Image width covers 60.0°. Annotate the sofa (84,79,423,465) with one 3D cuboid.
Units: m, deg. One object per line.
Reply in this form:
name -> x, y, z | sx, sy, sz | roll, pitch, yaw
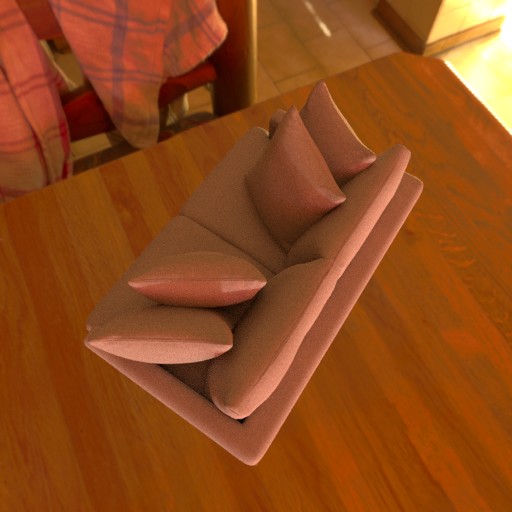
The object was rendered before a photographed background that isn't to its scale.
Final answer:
sofa -> 0.000, 0.000, 2.566 | 1.228, 1.080, 1.869 | 31, 69, 14
